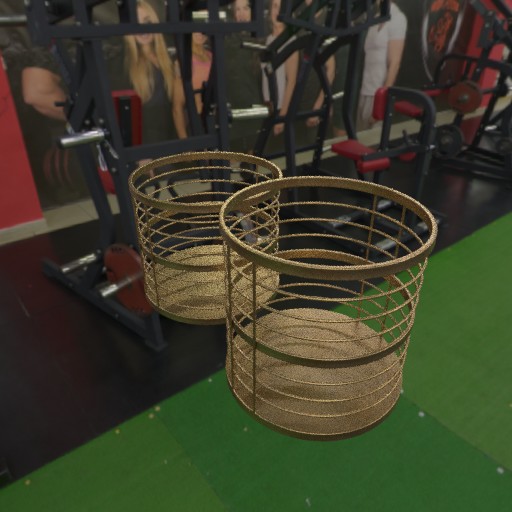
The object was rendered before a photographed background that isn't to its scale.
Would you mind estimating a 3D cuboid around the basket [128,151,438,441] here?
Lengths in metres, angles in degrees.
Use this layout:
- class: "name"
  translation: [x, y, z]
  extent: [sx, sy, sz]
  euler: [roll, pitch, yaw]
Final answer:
- class: "basket"
  translation: [0.000, 0.000, 0.965]
  extent: [0.356, 0.351, 0.746]
  euler: [-20, 36, -31]
